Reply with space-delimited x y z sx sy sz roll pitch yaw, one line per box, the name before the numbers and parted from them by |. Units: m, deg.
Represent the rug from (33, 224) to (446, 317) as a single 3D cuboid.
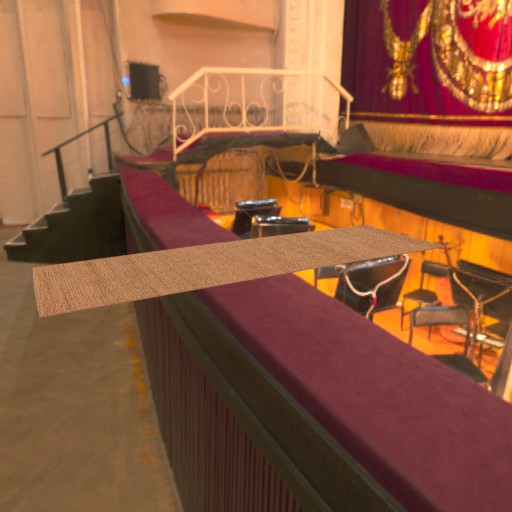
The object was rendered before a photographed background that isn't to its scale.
rug | 0.000 0.000 2.648 2.390 0.014 0.741 -8 18 -26
